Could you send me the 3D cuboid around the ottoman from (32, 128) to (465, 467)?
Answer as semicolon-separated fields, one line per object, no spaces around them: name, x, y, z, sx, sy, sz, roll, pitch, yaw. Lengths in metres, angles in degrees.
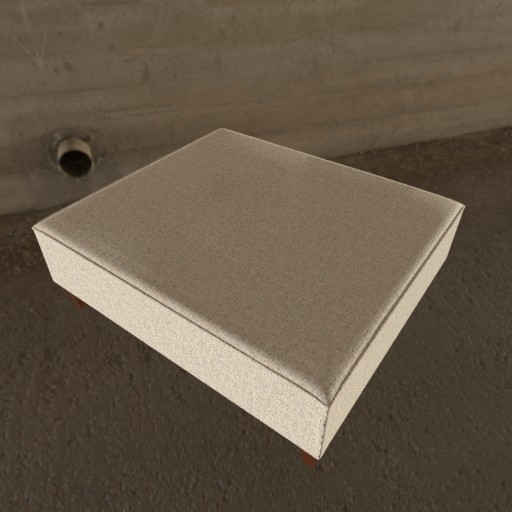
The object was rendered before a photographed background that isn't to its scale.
ottoman;0.000;0.000;1.211;0.835;0.303;0.736;25;46;27
